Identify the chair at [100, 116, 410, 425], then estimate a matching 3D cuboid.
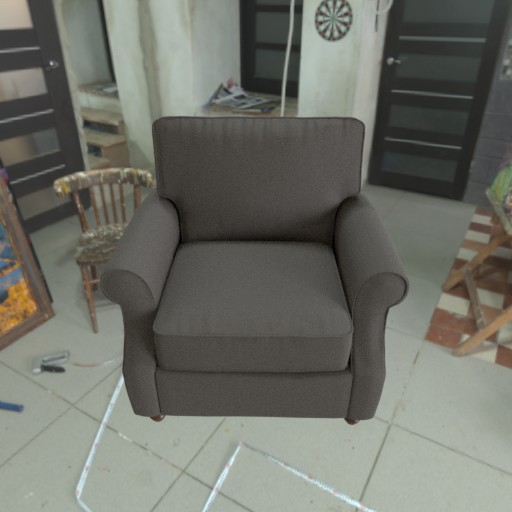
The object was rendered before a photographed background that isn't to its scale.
[{"bbox_3d":[0.000,0.000,1.770,1.029,0.967,0.966,1,30,1],"label":"chair"}]
